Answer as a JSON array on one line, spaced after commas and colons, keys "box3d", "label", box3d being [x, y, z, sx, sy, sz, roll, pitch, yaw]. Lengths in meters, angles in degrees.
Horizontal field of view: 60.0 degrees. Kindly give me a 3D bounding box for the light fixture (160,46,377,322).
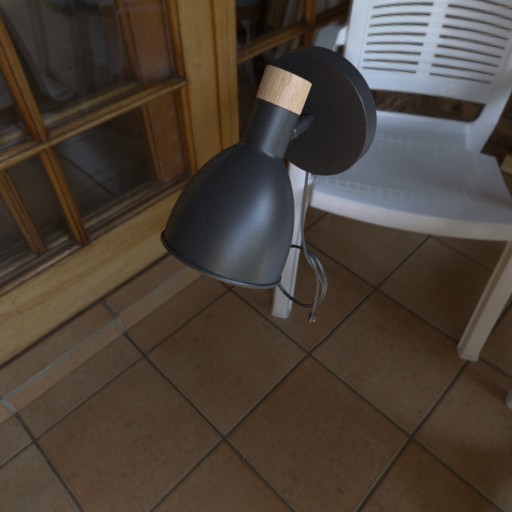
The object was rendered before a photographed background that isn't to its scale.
[{"box3d": [0.000, 0.000, 0.489, 0.127, 0.401, 0.203, 31, 55, 25], "label": "light fixture"}]
